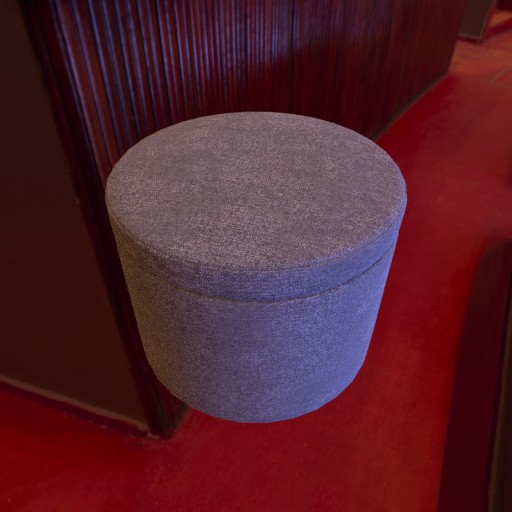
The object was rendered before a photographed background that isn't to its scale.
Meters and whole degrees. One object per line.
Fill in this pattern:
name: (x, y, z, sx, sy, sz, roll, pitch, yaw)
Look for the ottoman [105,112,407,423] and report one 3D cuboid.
ottoman: (0.000, 0.000, 0.873, 0.500, 0.419, 0.500, 0, 41, 0)
